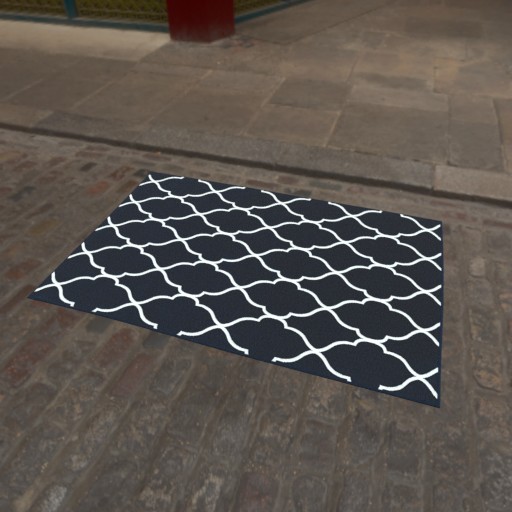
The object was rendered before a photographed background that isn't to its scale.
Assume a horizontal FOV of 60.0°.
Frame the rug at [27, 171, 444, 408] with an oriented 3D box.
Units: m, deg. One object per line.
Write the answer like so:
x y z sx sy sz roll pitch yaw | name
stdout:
0.000 0.000 2.845 2.294 0.014 1.528 12 42 13 | rug
